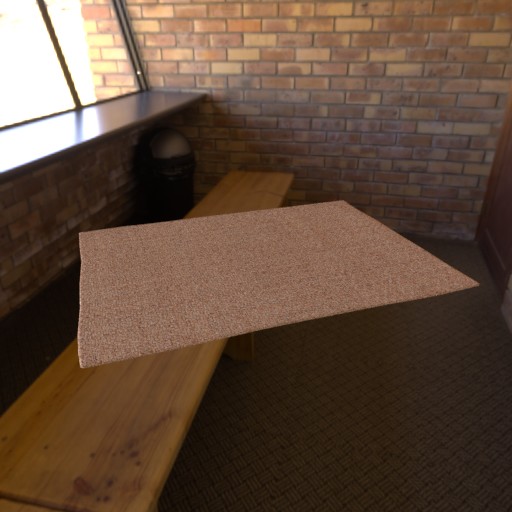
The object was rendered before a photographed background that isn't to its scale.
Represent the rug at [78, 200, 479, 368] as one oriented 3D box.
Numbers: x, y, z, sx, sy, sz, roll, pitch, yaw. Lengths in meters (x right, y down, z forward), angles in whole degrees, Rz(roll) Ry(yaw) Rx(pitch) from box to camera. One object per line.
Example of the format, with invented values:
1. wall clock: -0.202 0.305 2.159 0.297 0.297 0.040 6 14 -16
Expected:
1. rug: 0.000 0.000 2.831 2.141 0.013 1.566 -9 28 -18
